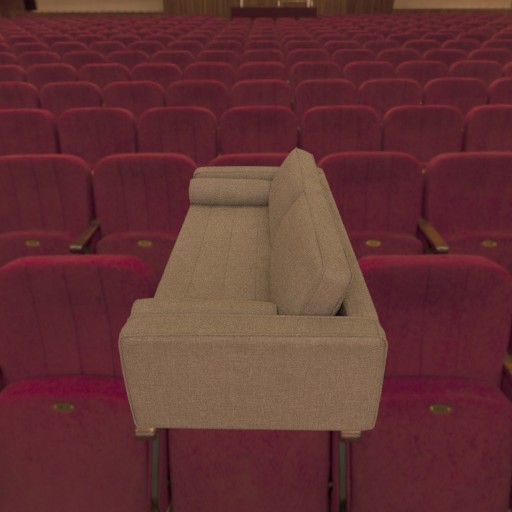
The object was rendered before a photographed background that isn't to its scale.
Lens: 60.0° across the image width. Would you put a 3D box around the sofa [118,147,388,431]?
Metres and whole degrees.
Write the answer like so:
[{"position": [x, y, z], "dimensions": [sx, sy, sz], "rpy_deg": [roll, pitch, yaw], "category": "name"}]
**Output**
[{"position": [0.000, 0.000, 2.341], "dimensions": [0.914, 0.762, 1.879], "rpy_deg": [1, 28, 1], "category": "sofa"}]
